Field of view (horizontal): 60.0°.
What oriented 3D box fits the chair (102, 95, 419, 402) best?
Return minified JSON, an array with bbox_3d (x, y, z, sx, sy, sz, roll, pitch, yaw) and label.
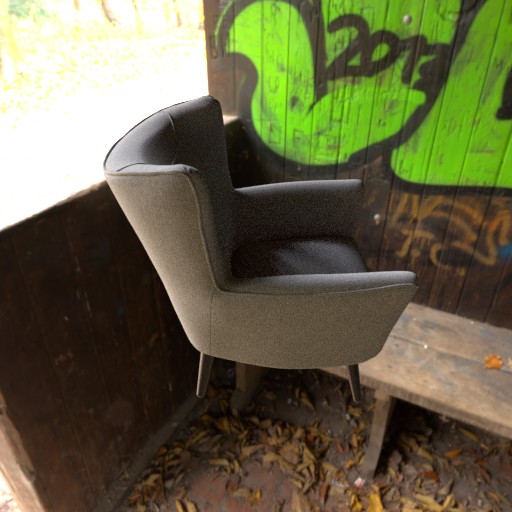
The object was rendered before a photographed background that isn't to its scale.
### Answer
[{"bbox_3d":[0.000,0.000,1.561,0.888,0.933,0.781,-1,32,-1],"label":"chair"}]
